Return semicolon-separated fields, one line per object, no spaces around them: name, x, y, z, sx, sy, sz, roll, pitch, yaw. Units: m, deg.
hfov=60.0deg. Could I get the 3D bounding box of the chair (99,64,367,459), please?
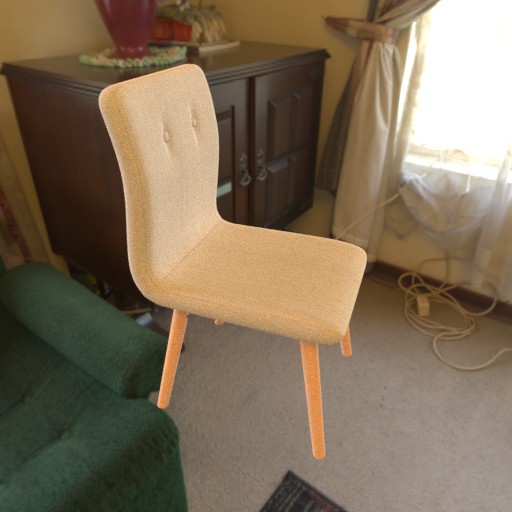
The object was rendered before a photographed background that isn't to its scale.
chair;0.000;0.000;1.179;0.550;0.885;0.435;11;33;17
